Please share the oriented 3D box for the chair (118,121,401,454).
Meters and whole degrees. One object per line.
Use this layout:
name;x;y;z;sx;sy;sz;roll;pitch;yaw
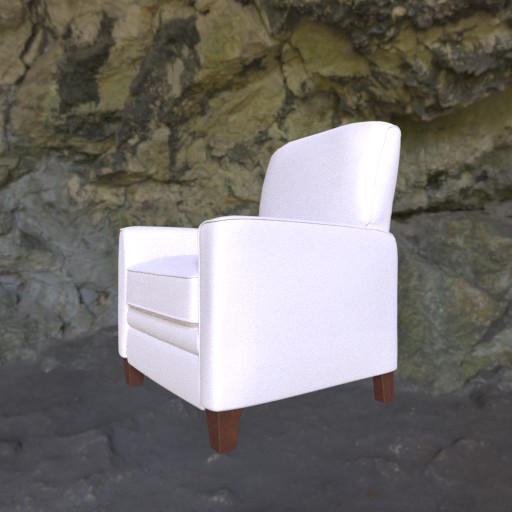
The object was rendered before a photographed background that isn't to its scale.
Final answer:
chair;0.000;0.000;1.682;0.858;1.028;0.841;-1;1;-35
